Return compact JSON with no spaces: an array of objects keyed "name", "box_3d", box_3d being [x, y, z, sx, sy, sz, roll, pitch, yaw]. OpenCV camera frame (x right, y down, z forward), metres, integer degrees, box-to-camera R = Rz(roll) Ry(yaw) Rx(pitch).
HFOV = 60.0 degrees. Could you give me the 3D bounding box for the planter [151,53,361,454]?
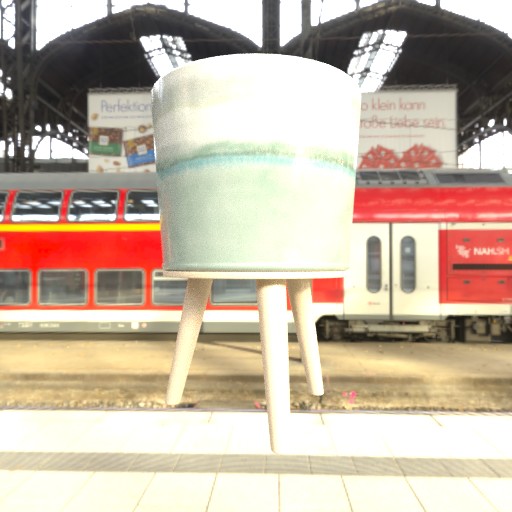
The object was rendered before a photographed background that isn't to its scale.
[{"name":"planter","box_3d":[0.000,0.000,0.570,0.265,0.404,0.265,0,-1,1]}]
